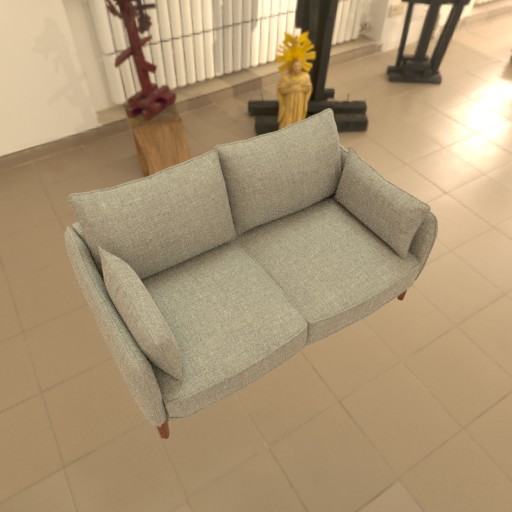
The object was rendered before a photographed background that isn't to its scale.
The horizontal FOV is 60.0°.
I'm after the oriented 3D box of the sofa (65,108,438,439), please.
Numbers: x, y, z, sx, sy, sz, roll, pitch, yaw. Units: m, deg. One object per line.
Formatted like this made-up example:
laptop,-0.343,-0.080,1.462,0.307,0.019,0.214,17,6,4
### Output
sofa,0.000,0.000,2.178,1.580,0.851,0.972,-25,53,-21
